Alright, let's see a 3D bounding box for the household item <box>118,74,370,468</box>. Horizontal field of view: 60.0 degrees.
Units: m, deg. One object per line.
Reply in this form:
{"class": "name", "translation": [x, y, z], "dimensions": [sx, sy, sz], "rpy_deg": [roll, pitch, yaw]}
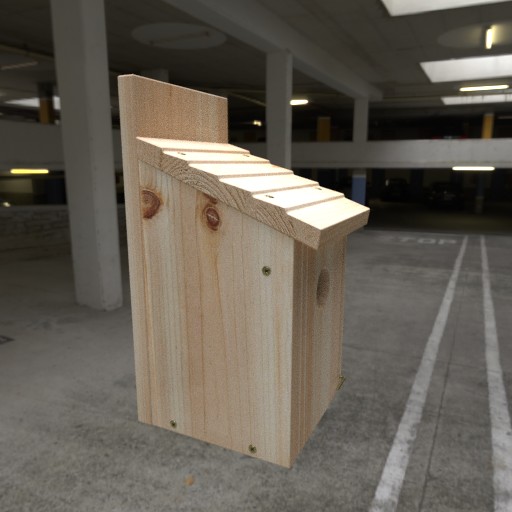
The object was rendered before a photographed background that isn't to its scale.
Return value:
{"class": "household item", "translation": [0.000, 0.000, 0.405], "dimensions": [0.171, 0.300, 0.149], "rpy_deg": [6, 13, 26]}
